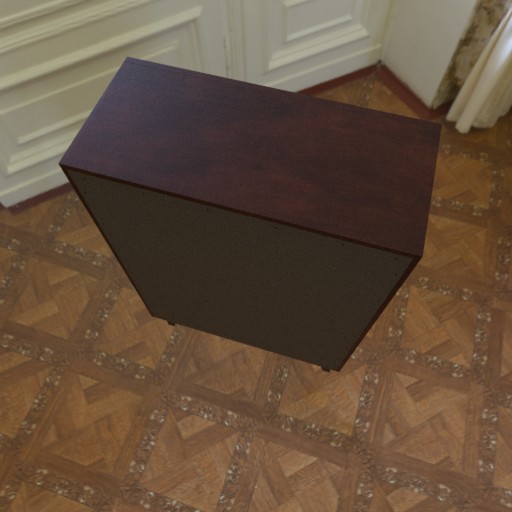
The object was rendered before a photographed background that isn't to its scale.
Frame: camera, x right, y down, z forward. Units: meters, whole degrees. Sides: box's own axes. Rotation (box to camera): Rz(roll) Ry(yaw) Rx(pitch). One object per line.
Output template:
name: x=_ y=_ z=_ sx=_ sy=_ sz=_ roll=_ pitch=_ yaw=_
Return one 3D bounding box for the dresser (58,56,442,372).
dresser: x=0.000 y=0.000 z=2.024 sx=1.072 sy=1.514 sz=0.506 roll=15 pitch=64 yaw=8
